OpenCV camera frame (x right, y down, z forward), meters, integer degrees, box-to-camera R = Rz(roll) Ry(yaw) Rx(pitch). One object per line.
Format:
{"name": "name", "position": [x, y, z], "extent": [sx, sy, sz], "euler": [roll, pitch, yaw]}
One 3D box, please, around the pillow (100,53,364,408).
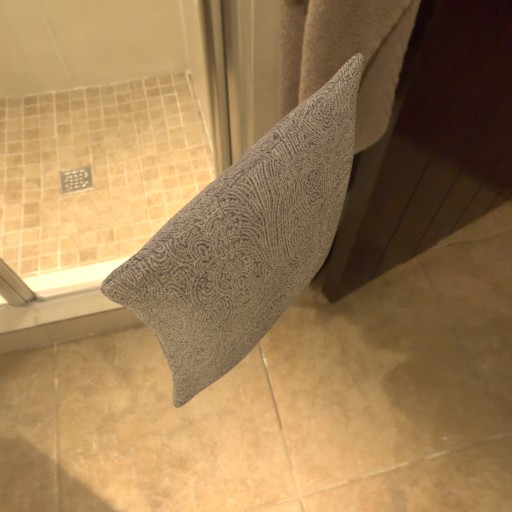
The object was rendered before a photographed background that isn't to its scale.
{"name": "pillow", "position": [0.000, 0.000, 0.782], "extent": [0.166, 0.510, 0.523], "euler": [35, 65, 19]}
